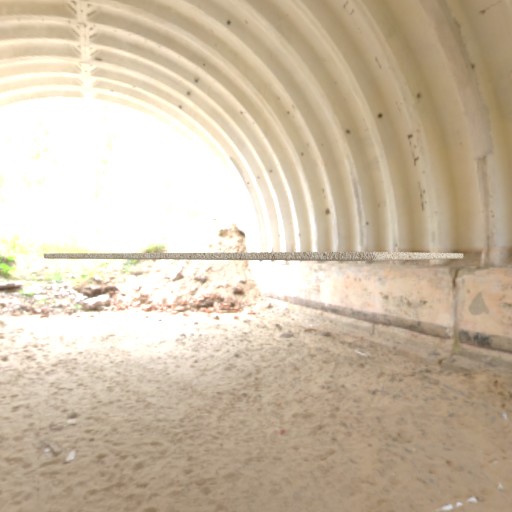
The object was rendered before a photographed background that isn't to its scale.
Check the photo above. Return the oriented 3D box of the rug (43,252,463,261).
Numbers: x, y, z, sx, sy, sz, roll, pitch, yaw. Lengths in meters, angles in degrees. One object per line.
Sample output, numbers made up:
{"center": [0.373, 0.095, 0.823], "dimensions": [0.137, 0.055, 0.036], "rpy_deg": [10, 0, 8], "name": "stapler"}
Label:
{"center": [0.000, 0.000, 2.092], "dimensions": [1.600, 0.025, 1.199], "rpy_deg": [0, 0, 35], "name": "rug"}
